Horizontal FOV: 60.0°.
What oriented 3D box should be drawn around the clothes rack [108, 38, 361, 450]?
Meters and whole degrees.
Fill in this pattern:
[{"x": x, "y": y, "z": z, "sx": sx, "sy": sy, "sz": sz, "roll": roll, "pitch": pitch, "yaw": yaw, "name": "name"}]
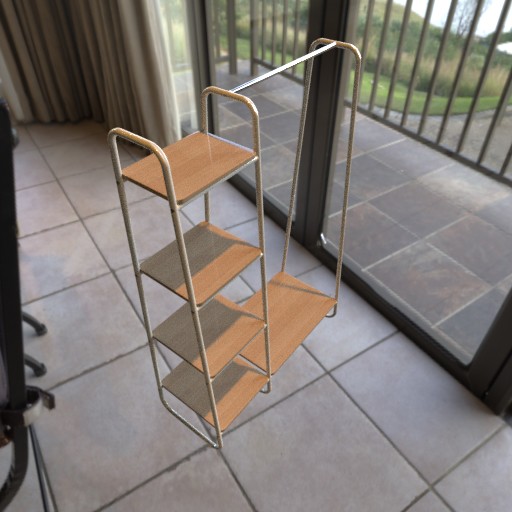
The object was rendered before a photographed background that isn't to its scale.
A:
[{"x": 0.000, "y": 0.000, "z": 1.897, "sx": 0.400, "sy": 1.500, "sz": 1.011, "roll": 28, "pitch": 48, "yaw": 28, "name": "clothes rack"}]
